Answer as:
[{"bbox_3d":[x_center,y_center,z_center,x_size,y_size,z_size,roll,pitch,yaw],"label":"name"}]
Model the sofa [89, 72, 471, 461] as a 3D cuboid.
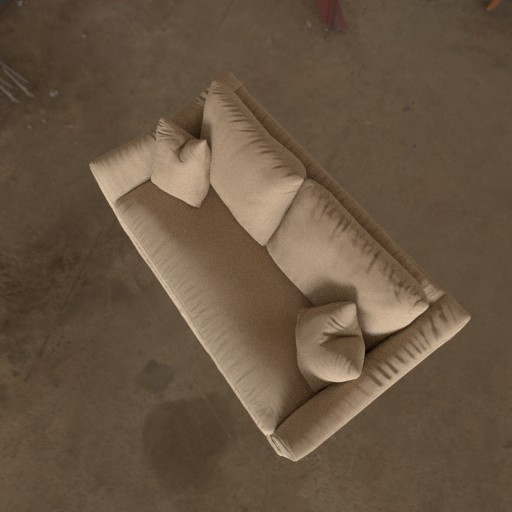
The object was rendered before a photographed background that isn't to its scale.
[{"bbox_3d":[0.000,0.000,2.590,1.072,1.018,2.010,-33,68,-15],"label":"sofa"}]
